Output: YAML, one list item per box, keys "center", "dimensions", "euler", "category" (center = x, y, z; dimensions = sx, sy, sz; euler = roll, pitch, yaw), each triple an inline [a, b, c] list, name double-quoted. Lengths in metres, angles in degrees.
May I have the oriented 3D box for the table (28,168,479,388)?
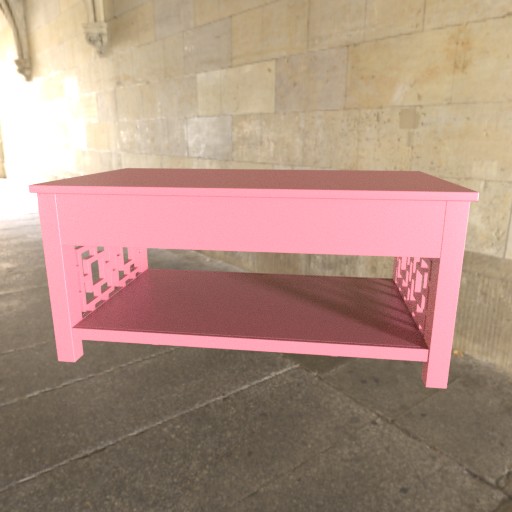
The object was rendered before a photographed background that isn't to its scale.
- center: [0.000, 0.000, 1.395]
  dimensions: [1.068, 0.493, 0.612]
  euler: [2, 15, 7]
  category: "table"
